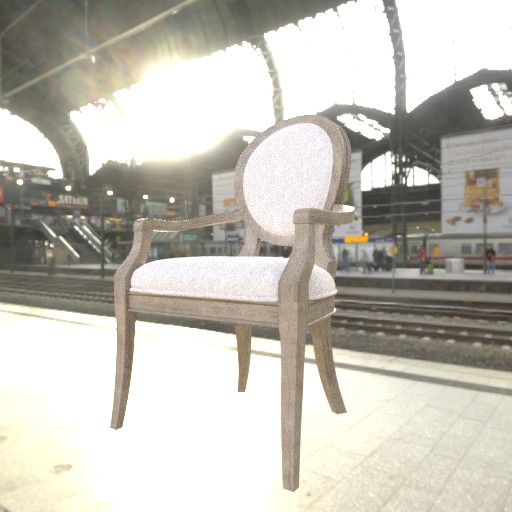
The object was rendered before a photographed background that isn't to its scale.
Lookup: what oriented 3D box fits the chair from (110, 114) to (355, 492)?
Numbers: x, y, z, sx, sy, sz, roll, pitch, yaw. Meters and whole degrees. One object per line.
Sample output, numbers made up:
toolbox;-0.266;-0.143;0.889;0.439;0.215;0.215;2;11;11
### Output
chair;0.000;0.000;1.350;0.611;0.991;0.602;0;0;35
